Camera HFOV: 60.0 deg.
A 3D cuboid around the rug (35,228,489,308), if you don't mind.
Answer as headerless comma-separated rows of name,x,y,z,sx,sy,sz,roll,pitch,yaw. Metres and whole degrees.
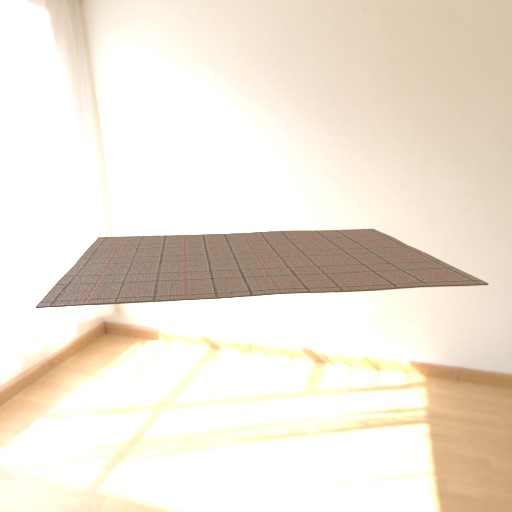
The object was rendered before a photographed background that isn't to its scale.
rug,0.000,0.000,2.345,1.829,0.013,1.220,-2,15,-8
